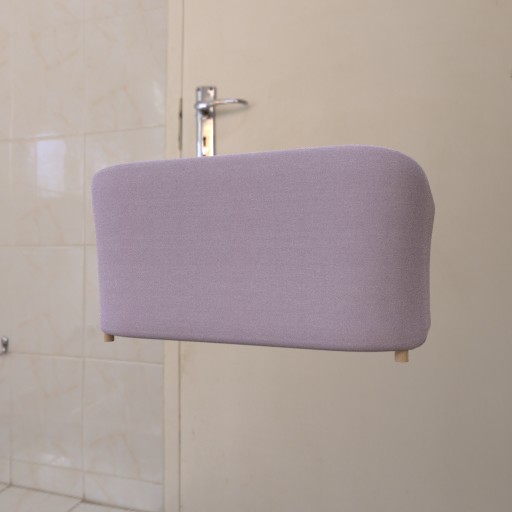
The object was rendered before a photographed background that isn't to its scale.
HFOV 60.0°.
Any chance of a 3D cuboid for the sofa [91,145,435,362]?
[{"bbox_3d":[0.000,0.000,1.883,1.452,0.721,0.705,0,-1,19],"label":"sofa"}]
